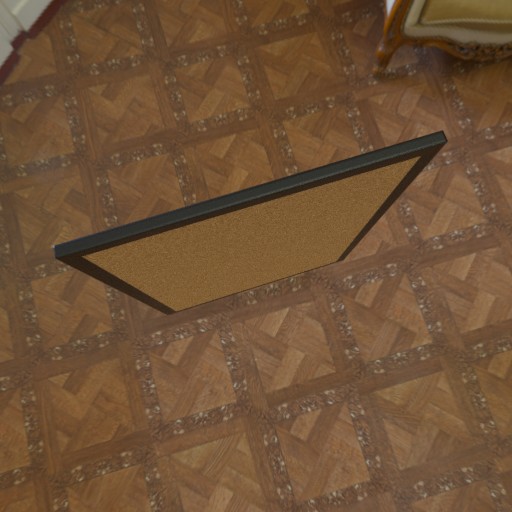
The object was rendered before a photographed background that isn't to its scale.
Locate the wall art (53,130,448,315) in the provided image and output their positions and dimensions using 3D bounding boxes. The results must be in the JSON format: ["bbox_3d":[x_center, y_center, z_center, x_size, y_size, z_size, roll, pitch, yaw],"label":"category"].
[{"bbox_3d":[0.000,0.000,0.839,0.480,0.657,0.016,-17,77,-4],"label":"wall art"}]
